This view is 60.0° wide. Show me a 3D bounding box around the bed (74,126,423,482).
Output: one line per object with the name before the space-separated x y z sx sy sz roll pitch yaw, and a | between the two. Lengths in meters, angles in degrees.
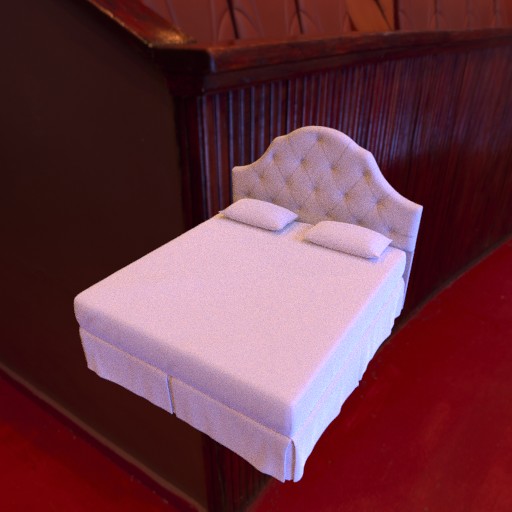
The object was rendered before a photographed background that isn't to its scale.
bed | 0.000 0.000 3.557 2.008 1.615 2.214 18 34 28
